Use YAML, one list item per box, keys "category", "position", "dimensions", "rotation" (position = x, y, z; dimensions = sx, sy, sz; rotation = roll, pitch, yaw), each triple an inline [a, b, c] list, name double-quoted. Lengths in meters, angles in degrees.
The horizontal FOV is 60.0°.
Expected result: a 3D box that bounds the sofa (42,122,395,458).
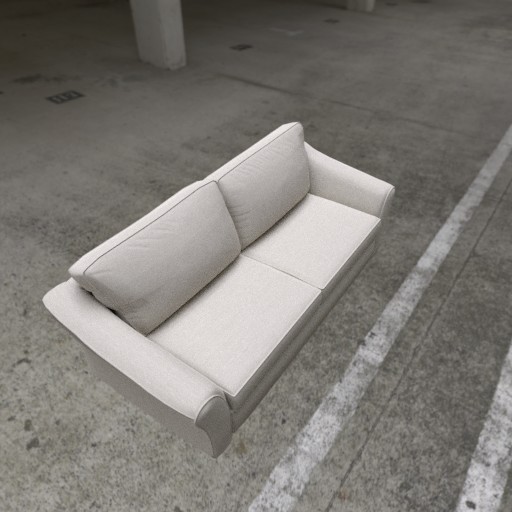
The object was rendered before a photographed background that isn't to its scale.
- category: "sofa"
  position: [0.000, 0.000, 2.795]
  dimensions: [0.980, 0.965, 2.270]
  rotation: [25, 47, 26]
